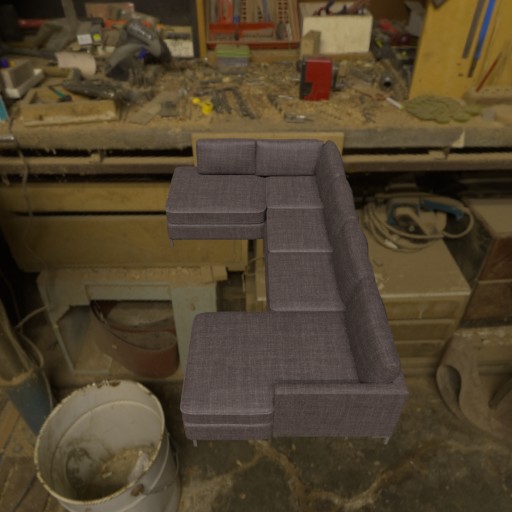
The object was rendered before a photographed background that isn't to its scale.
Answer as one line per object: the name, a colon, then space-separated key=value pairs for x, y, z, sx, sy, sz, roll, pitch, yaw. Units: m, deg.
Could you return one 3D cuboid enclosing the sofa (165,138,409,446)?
sofa: x=0.000 y=0.000 z=4.382 sx=2.048 sy=0.999 sz=3.423 roll=0 pitch=41 yaw=0
